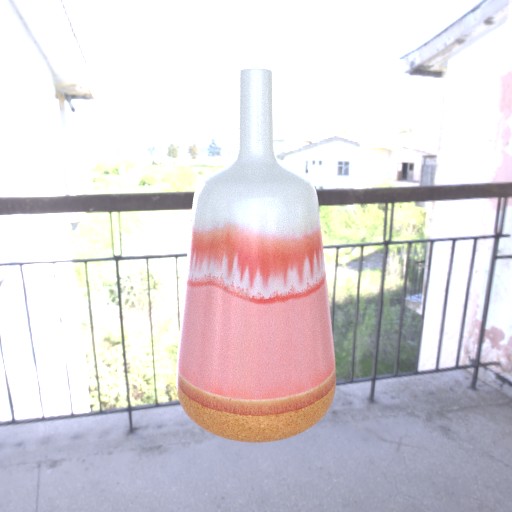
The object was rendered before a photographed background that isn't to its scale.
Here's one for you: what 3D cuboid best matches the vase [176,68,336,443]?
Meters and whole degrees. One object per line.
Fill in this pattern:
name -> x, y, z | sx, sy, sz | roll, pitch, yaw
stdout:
vase -> 0.000, 0.000, 0.379 | 0.144, 0.296, 0.144 | 0, 14, 0
